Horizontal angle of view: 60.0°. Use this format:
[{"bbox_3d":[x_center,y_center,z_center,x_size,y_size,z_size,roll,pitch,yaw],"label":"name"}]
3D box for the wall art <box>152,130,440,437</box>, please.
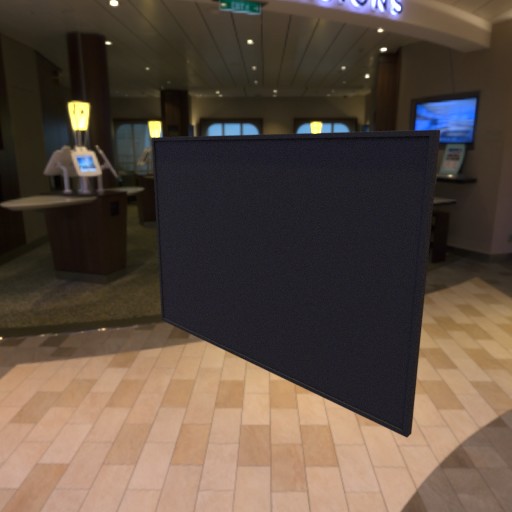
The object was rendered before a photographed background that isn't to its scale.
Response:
[{"bbox_3d":[0.000,0.000,1.525,0.028,0.805,1.190,-13,19,-43],"label":"wall art"}]
